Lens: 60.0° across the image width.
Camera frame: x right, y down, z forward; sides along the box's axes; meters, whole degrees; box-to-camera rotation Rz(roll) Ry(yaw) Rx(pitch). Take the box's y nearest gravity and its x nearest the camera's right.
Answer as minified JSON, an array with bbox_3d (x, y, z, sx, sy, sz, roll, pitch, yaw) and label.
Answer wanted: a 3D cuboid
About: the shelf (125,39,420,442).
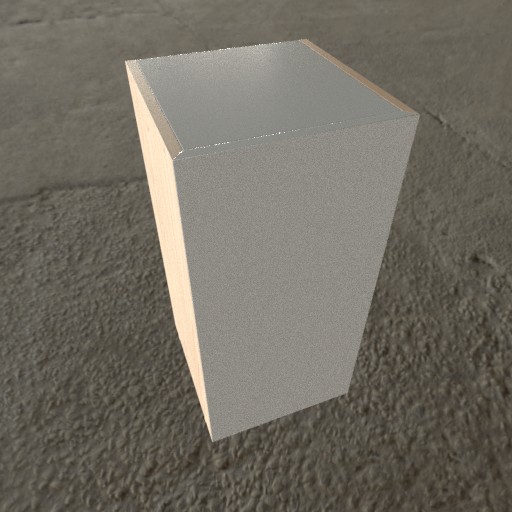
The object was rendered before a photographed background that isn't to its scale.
[{"bbox_3d":[0.000,0.000,0.768,0.290,0.594,0.297,-14,44,-15],"label":"shelf"}]
